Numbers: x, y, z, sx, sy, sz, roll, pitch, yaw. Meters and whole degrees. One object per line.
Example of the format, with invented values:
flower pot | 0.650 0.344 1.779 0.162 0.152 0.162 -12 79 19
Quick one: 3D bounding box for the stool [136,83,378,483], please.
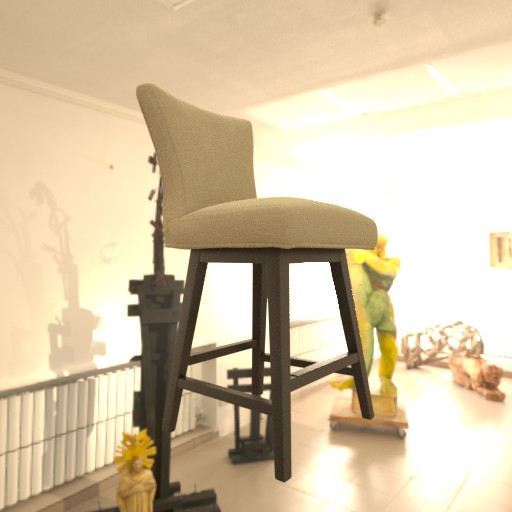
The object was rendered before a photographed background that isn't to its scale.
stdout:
stool | 0.000 0.000 1.333 0.574 1.000 0.514 0 0 38
